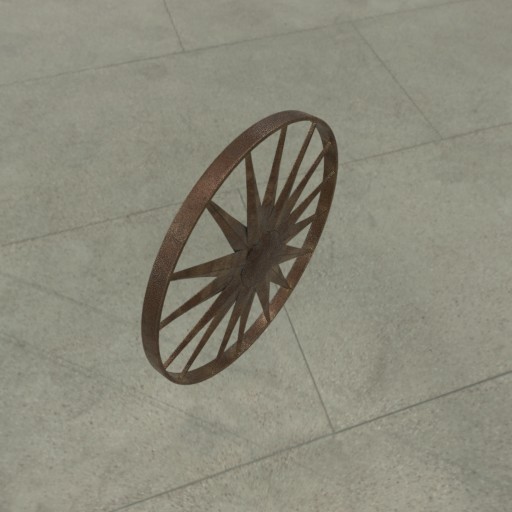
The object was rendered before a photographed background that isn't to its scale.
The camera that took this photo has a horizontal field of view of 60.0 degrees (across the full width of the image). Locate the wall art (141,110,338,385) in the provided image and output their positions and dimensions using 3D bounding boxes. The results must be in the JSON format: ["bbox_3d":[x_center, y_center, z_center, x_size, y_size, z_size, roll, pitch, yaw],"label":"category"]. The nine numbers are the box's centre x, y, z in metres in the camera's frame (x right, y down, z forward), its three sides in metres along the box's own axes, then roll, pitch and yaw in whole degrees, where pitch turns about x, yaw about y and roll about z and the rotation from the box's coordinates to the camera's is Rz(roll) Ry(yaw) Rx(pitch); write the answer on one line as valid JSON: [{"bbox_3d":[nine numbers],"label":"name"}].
[{"bbox_3d":[0.000,0.000,0.900,0.084,0.583,0.582,32,63,19],"label":"wall art"}]
